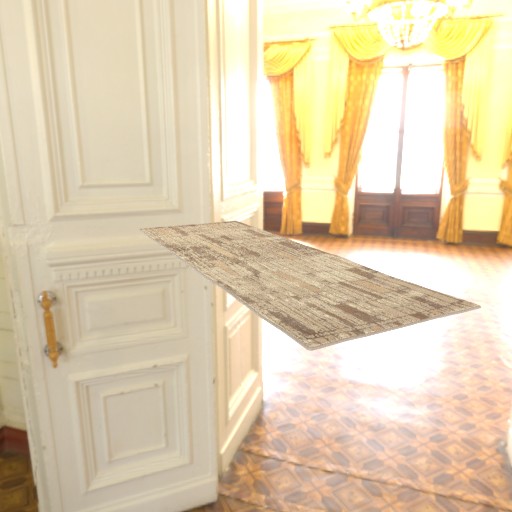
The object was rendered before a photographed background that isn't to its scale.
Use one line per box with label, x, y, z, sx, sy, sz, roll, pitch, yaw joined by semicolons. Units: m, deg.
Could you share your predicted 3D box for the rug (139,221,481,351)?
rug;0.000;0.000;2.647;0.857;0.018;2.383;-7;16;-27
